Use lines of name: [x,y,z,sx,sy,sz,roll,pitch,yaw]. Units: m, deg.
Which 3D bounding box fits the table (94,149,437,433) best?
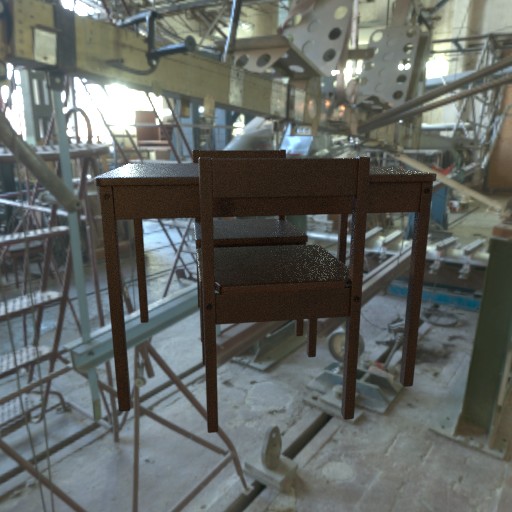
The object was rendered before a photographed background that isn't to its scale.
table: [0.000,0.000,1.104,0.650,0.503,0.672,-2,15,-8]
